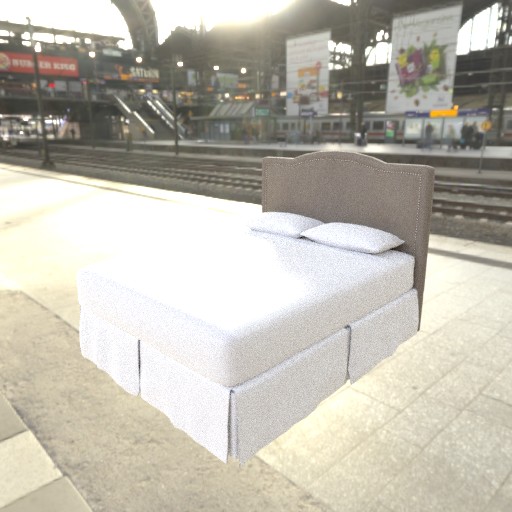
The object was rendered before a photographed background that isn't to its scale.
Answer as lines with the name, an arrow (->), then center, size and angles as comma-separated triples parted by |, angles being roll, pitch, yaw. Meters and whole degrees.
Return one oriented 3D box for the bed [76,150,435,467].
bed -> 0.000, 0.000, 3.251 | 1.744, 1.441, 2.128 | 15, 21, 42
